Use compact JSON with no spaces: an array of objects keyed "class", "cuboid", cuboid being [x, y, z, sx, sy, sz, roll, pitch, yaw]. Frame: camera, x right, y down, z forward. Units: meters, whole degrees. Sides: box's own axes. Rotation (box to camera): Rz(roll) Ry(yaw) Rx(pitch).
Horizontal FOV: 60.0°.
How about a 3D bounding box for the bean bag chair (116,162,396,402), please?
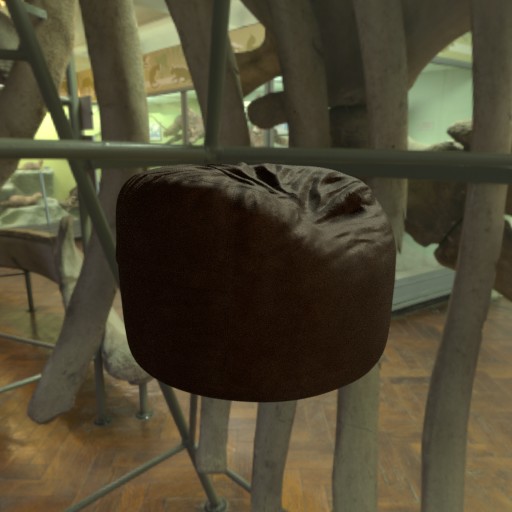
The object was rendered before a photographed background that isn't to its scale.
[{"class":"bean bag chair","cuboid":[0.000,0.000,1.519,0.918,0.616,0.918,0,14,0]}]
